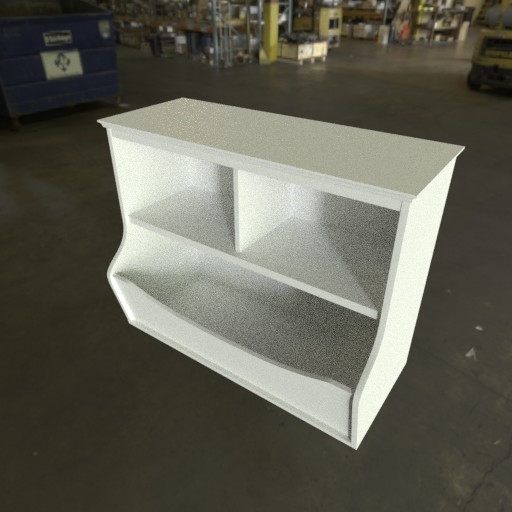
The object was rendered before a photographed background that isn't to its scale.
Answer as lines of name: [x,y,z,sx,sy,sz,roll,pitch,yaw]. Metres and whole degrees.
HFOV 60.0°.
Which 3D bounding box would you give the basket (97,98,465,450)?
basket: [0.000,0.000,1.145,0.792,0.625,0.376,20,37,29]
